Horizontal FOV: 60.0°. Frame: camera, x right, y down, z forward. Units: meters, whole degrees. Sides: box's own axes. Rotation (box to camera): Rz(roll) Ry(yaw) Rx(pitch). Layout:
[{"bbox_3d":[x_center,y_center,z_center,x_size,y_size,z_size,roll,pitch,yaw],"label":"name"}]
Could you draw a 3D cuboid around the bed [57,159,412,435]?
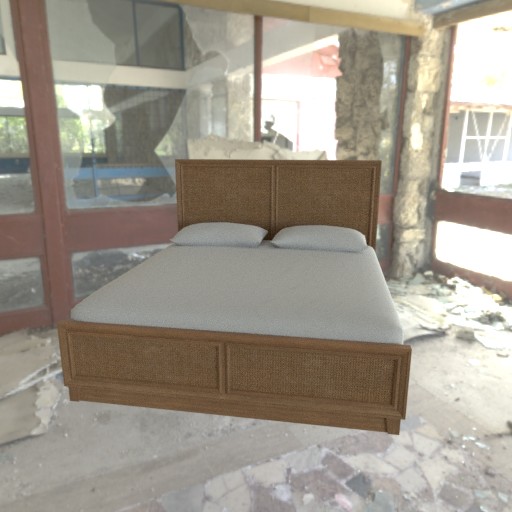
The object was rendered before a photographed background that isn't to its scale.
[{"bbox_3d":[0.000,0.000,3.442,2.003,1.387,2.184,2,14,9],"label":"bed"}]
